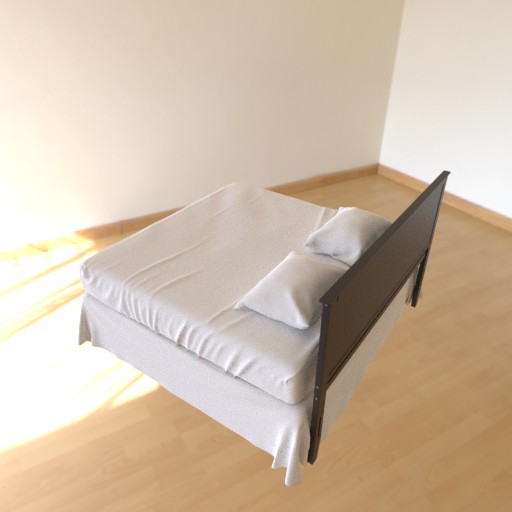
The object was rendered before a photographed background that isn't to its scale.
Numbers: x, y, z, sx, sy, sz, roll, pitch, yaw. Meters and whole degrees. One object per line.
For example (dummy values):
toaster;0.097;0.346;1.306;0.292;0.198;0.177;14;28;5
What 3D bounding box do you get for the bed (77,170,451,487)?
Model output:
bed;0.000;0.000;3.556;2.219;1.271;2.315;21;37;29
